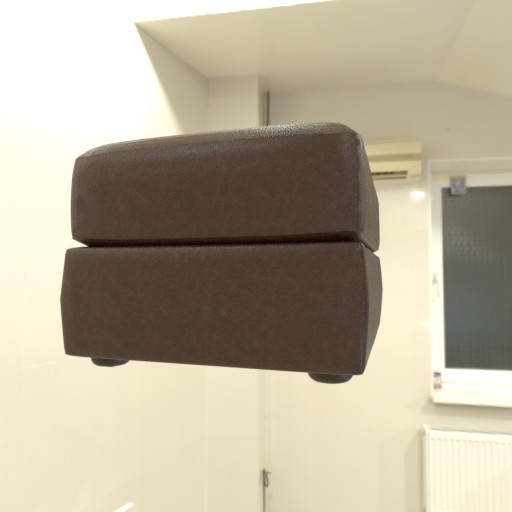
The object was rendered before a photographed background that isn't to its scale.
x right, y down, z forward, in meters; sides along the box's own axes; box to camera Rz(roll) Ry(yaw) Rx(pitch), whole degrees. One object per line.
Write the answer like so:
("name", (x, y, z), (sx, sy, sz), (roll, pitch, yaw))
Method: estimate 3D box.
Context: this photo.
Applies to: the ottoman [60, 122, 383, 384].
("ottoman", (0.000, 0.000, 1.137), (0.603, 0.476, 0.751), (-1, -2, 18))
